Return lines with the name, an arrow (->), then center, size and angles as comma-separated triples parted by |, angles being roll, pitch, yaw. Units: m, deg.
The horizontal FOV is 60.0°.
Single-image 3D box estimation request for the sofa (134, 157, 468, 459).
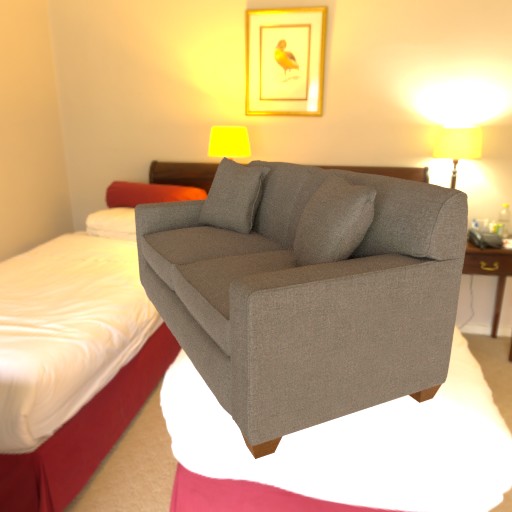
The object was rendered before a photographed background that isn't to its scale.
sofa -> 0.000, 0.000, 2.396 | 1.000, 0.958, 1.846 | -8, 18, -25
